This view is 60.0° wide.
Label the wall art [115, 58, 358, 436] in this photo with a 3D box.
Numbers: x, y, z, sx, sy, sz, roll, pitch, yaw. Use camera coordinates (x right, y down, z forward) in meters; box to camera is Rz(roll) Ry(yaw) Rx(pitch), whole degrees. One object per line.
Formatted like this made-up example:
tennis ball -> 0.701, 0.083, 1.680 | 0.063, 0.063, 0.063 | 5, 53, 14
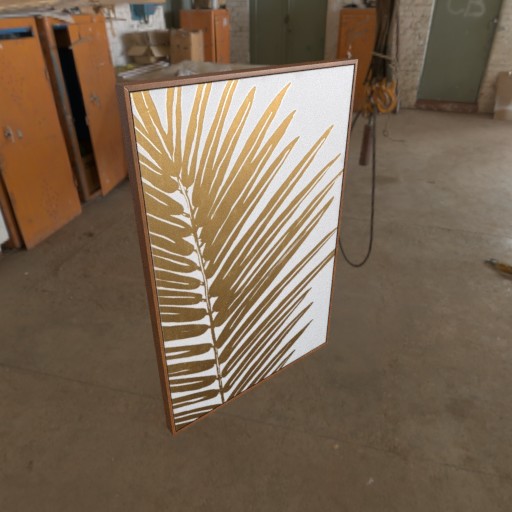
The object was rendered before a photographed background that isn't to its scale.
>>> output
wall art -> 0.000, 0.000, 1.167 | 0.610, 0.914, 0.037 | -22, 37, -32
